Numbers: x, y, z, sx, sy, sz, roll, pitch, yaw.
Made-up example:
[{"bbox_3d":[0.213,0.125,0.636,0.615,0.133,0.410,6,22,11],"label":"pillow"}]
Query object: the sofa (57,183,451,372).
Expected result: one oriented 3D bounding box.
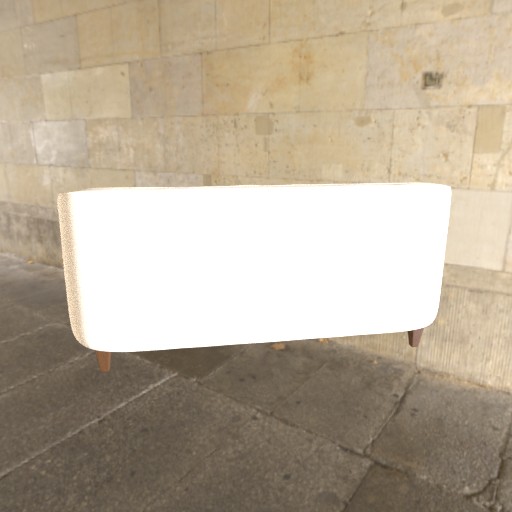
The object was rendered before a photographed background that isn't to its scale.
[{"bbox_3d":[0.000,0.000,2.254,1.733,0.855,0.941,-2,15,-9],"label":"sofa"}]
